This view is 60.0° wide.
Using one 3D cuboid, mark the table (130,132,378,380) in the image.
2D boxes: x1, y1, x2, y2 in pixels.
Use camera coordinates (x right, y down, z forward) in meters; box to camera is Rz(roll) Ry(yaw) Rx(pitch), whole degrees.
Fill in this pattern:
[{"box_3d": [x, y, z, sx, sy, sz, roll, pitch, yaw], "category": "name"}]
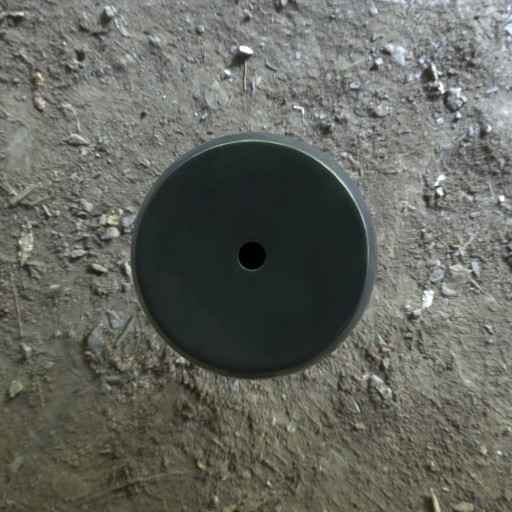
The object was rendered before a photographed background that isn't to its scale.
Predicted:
[{"box_3d": [0.000, 0.000, 0.630, 0.309, 0.397, 0.309, 0, 90, 1], "category": "table"}]
